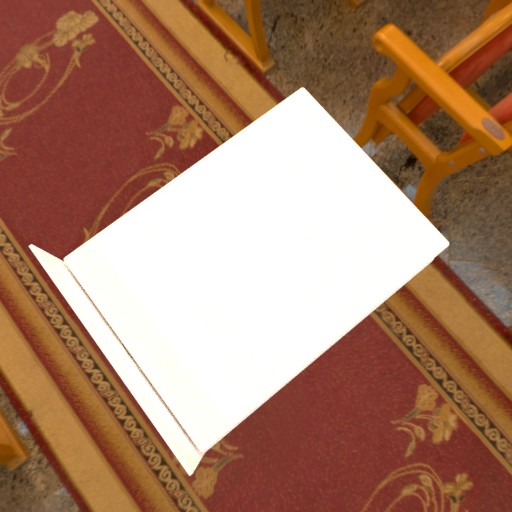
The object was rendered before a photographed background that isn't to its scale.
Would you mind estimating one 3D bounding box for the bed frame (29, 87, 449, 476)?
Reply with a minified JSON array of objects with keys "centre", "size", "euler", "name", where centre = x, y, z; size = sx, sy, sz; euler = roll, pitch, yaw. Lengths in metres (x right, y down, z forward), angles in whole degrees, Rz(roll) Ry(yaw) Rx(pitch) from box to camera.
[{"centre":[0.000,0.000,2.698],"size":[1.900,0.800,1.400],"euler":[-38,79,-9],"name":"bed frame"}]
